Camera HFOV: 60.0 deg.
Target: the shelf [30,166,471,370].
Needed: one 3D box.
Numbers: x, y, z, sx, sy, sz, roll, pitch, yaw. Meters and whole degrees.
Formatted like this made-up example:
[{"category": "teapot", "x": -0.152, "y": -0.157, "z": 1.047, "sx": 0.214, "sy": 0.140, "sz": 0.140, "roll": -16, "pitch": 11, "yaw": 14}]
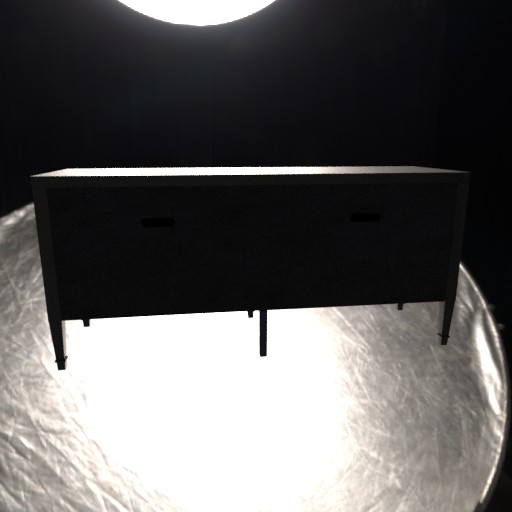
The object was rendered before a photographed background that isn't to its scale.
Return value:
[{"category": "shelf", "x": 0.000, "y": 0.000, "z": 1.890, "sx": 1.575, "sy": 0.719, "sz": 0.479, "roll": -2, "pitch": 14, "yaw": -8}]
